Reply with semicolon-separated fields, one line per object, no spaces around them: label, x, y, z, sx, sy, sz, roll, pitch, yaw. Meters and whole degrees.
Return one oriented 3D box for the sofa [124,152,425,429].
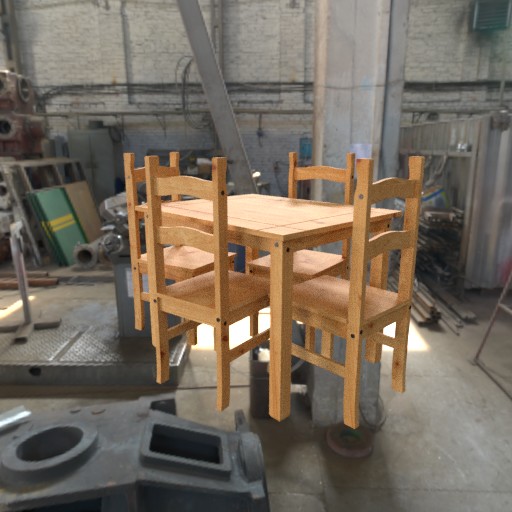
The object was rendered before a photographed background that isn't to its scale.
sofa;0.000;0.000;2.233;1.144;1.000;1.529;-13;19;-42
